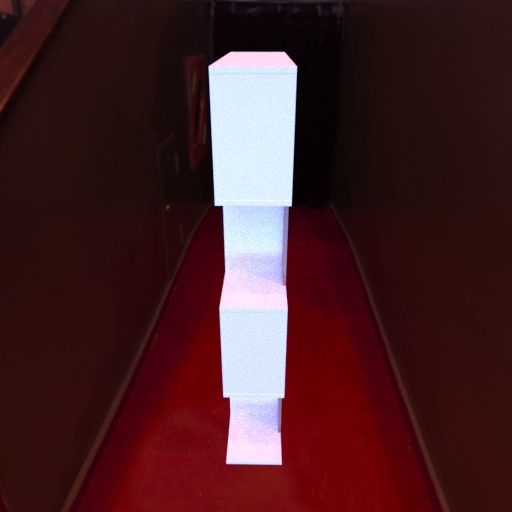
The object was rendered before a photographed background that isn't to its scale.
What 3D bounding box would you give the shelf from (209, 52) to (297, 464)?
[{"bbox_3d":[0.000,0.000,2.016,0.250,1.650,0.890,0,27,1],"label":"shelf"}]
